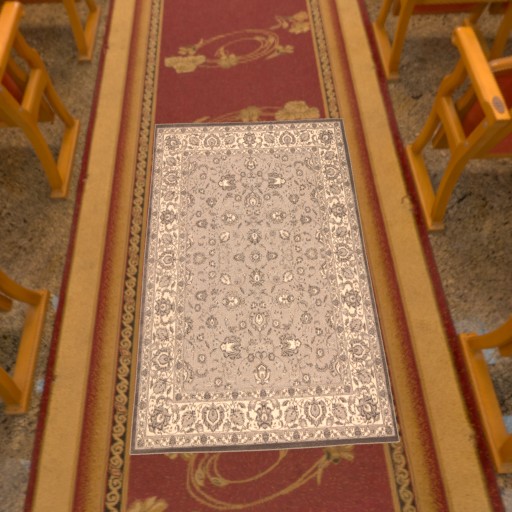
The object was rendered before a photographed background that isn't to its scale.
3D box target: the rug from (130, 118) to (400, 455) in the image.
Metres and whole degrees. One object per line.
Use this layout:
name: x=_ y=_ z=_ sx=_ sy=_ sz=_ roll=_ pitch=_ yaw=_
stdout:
rug: x=0.000 y=0.000 z=3.027 sx=1.524 sy=0.011 sz=2.438 roll=-2 pitch=63 yaw=-1
